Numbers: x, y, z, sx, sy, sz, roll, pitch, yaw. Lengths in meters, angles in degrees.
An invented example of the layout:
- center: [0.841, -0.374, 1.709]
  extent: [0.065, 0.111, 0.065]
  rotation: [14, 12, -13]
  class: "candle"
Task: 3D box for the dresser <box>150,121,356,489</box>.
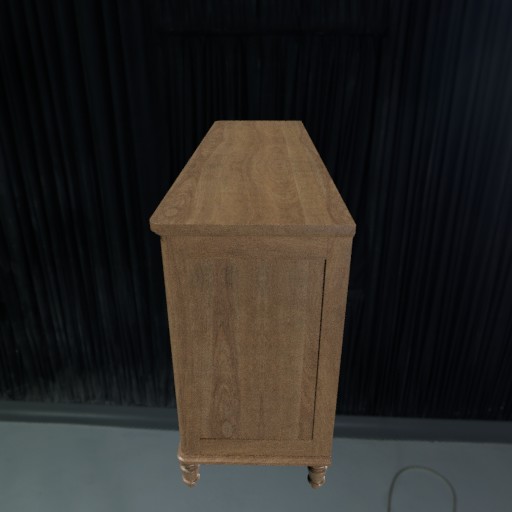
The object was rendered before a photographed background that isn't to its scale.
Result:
- center: [0.000, 0.000, 1.892]
  extent: [0.468, 0.892, 1.583]
  rotation: [0, 25, 1]
  class: "dresser"
